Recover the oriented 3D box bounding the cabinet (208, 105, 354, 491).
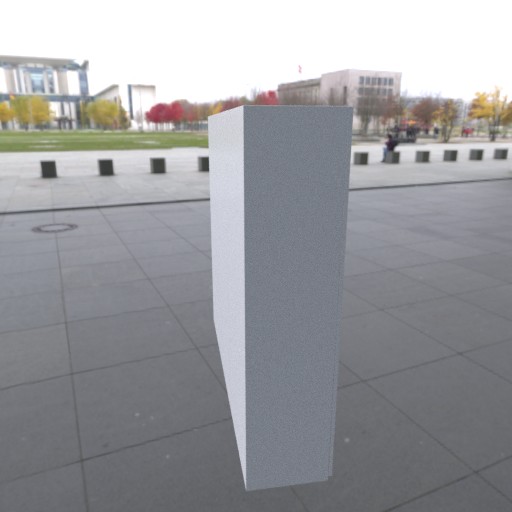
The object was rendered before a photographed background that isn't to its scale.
[{"bbox_3d":[0.000,0.000,3.864,0.590,2.370,2.700,-3,17,-9],"label":"cabinet"}]
